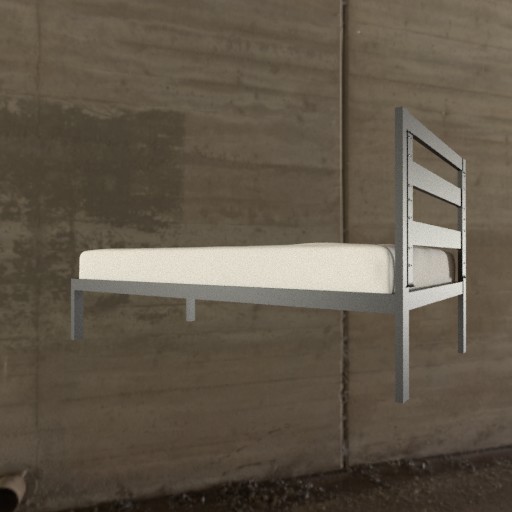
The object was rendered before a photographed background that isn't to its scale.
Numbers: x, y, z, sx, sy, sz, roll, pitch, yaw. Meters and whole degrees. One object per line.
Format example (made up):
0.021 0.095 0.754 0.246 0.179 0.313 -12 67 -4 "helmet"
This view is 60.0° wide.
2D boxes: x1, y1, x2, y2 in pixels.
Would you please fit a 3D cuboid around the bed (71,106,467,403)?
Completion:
0.000 0.000 2.403 1.930 0.967 0.991 0 0 36 "bed"
